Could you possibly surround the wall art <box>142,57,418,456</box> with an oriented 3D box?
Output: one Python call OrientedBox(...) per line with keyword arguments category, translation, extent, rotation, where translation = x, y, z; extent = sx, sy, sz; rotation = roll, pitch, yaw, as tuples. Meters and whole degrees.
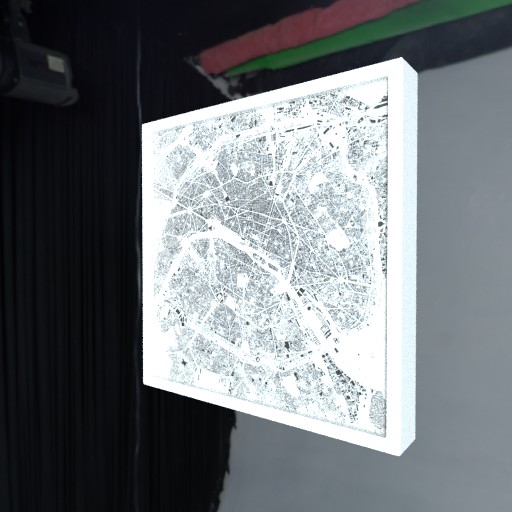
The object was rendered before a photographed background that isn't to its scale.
OrientedBox(category="wall art", translation=(0.000, 0.000, 0.443), extent=(0.305, 0.305, 0.038), rotation=(1, 1, 37))
